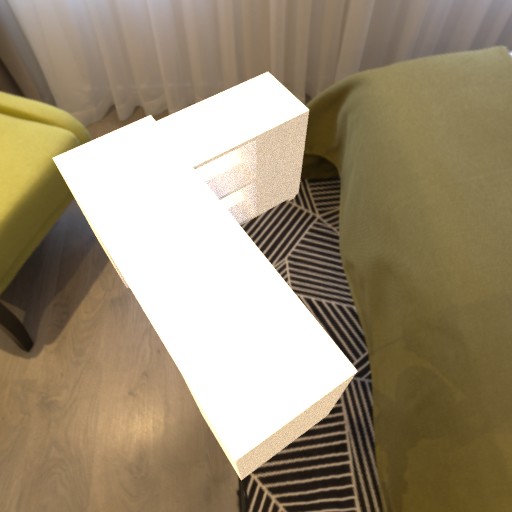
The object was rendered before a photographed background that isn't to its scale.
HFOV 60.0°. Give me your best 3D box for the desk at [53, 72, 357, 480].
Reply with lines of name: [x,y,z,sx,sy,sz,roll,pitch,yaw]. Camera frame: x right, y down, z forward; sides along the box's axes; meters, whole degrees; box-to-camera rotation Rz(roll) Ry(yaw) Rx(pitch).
desk: [0.000,0.000,2.191,1.199,0.759,1.524,-30,64,-17]
